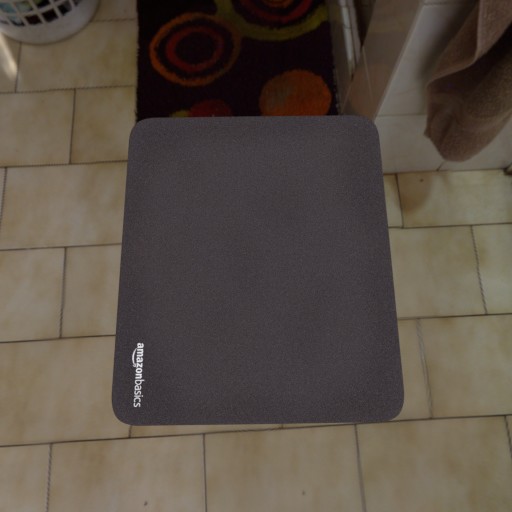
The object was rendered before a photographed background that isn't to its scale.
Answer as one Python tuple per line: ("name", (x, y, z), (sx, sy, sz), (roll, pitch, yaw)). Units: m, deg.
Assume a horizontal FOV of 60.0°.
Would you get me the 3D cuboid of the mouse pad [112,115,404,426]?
("mouse pad", (0.000, 0.000, 0.442), (0.269, 0.002, 0.315), (-1, 75, 0))
